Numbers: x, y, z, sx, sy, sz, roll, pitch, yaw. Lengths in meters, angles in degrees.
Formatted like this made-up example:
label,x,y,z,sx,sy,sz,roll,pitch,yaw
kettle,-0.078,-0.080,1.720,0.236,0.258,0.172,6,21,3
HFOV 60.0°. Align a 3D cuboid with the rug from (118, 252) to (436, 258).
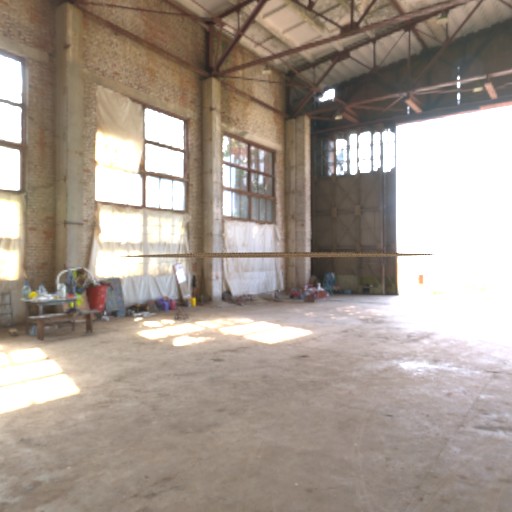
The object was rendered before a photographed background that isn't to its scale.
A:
label,x,y,z,sx,sy,sz,roll,pitch,yaw
rug,0.000,0.000,3.039,1.520,0.006,2.432,0,-1,-35
